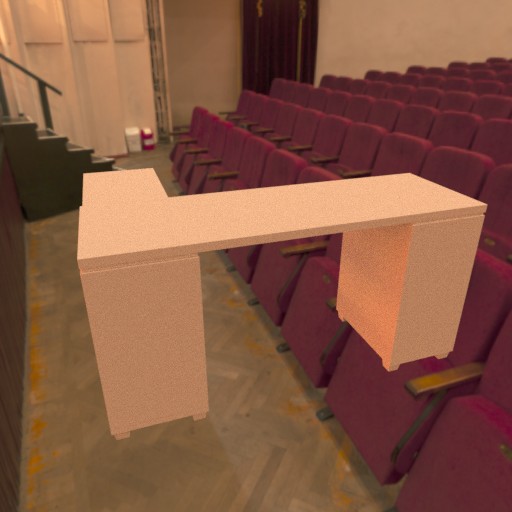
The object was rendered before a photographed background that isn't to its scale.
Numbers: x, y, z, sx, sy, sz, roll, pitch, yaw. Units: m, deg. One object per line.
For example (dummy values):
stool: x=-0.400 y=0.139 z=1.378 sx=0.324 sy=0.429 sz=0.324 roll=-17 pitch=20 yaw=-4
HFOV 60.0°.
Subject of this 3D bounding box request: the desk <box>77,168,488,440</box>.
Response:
desk: x=0.000 y=0.000 z=2.205 sx=1.524 sy=0.759 sz=1.199 roll=-8 pitch=27 yaw=-17
